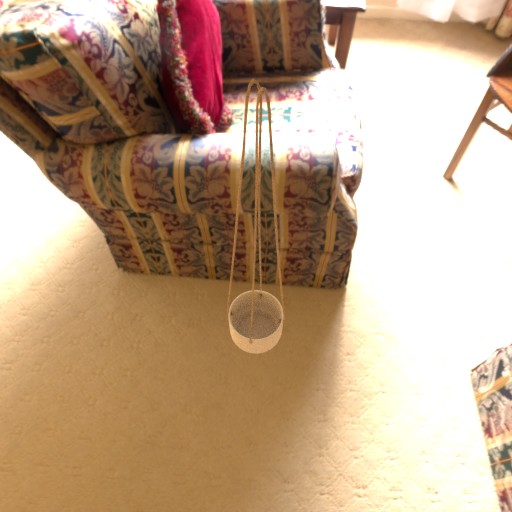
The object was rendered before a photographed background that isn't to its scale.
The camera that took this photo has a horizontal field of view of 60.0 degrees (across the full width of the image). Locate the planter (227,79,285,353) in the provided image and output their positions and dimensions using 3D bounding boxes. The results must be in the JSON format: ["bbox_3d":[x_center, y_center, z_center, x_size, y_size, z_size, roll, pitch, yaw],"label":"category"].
[{"bbox_3d":[0.000,0.000,0.923,0.146,0.841,0.146,-30,63,-18],"label":"planter"}]
